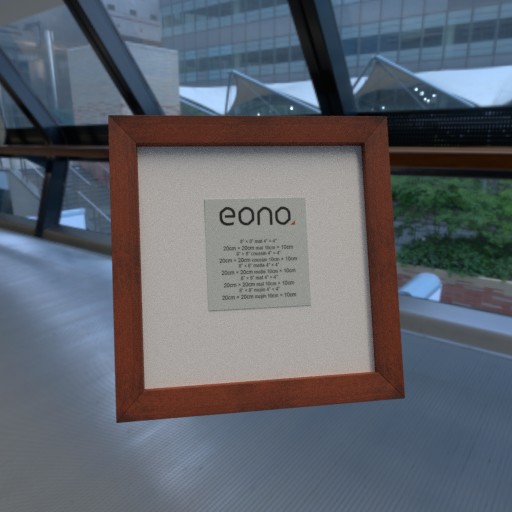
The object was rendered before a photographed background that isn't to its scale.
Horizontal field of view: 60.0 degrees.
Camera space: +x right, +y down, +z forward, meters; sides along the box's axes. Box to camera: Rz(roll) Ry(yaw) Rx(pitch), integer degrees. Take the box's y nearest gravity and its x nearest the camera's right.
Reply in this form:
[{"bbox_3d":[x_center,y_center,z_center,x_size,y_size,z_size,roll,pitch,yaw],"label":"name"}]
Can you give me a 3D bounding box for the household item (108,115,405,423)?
[{"bbox_3d":[0.000,0.000,0.396,0.240,0.240,0.131,-2,16,-8],"label":"household item"}]
